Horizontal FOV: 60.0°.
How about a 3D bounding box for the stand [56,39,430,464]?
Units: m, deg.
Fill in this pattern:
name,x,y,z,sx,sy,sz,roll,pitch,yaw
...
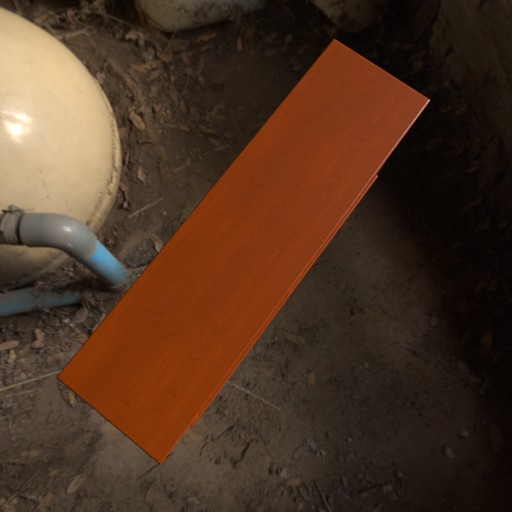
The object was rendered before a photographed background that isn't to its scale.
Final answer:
name,x,y,z,sx,sy,sz,roll,pitch,yaw
stand,0.000,0.000,1.712,0.381,0.762,1.372,36,80,7
